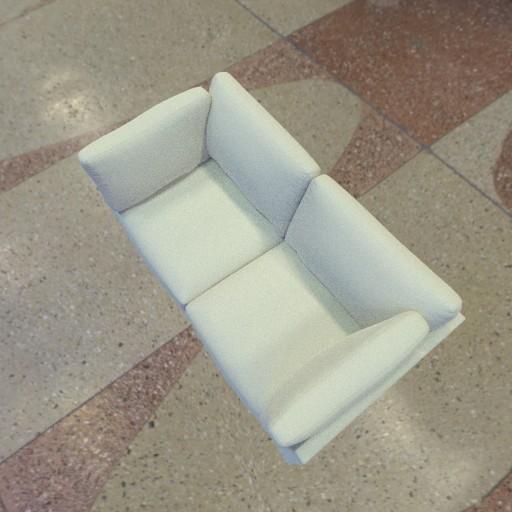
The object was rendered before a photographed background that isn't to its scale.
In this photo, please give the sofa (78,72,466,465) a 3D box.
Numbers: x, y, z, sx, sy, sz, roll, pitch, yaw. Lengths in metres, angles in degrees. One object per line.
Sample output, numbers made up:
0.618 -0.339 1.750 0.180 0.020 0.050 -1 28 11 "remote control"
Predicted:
0.000 0.000 2.260 0.970 0.836 1.776 -33 67 -16 "sofa"
